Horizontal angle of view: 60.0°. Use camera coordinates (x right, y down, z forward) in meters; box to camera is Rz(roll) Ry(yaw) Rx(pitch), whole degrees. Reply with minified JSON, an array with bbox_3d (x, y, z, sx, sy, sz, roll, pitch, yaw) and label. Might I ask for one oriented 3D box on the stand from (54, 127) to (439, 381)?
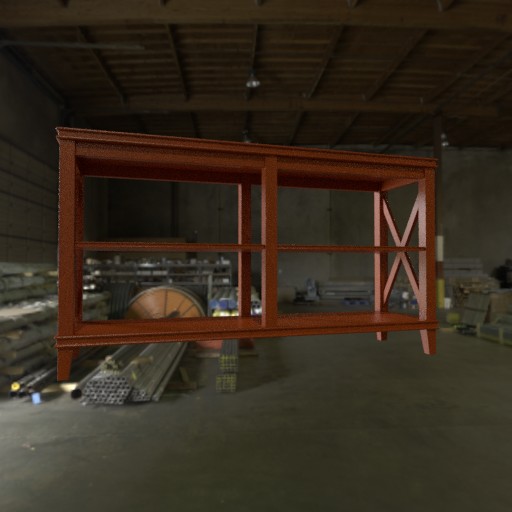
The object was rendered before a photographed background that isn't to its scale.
[{"bbox_3d":[0.000,0.000,1.704,1.372,0.762,0.381,0,-1,-17],"label":"stand"}]
